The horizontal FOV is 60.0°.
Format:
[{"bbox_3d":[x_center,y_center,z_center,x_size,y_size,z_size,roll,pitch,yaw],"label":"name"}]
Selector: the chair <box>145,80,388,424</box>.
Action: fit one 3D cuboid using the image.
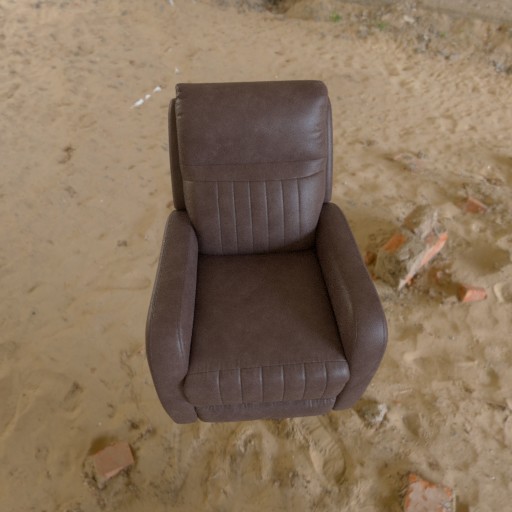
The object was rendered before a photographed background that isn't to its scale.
[{"bbox_3d":[0.000,0.000,1.826,0.865,1.067,1.067,-3,48,-3],"label":"chair"}]
